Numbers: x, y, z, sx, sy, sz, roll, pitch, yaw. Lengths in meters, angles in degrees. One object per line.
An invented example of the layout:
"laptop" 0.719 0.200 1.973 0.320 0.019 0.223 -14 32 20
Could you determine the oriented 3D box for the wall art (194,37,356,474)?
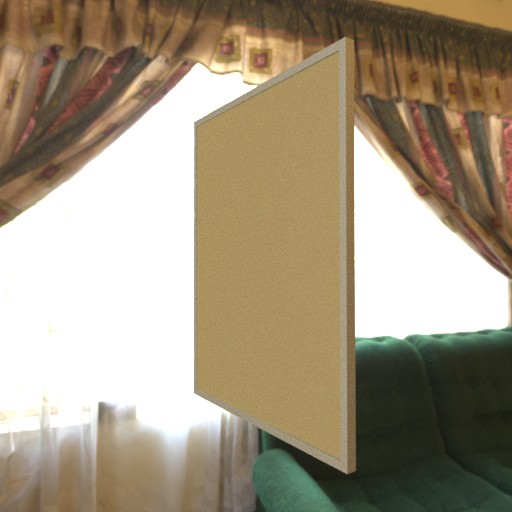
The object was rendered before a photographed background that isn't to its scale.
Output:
"wall art" 0.000 0.000 1.386 0.034 1.042 0.789 1 -1 -35
